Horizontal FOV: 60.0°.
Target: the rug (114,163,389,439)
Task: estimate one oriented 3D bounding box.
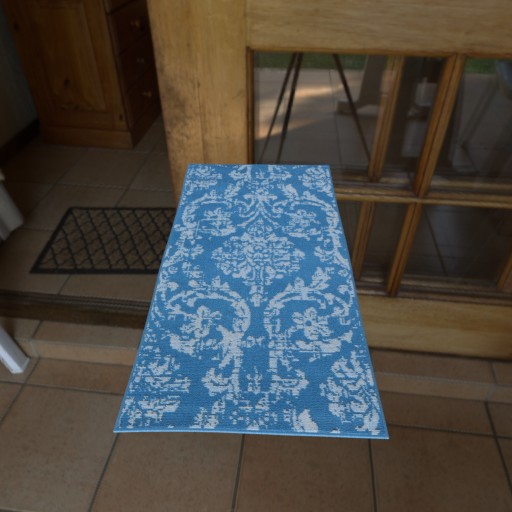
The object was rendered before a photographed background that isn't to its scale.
[{"bbox_3d":[0.000,0.000,1.433,0.604,0.007,1.219,1,40,1],"label":"rug"}]
